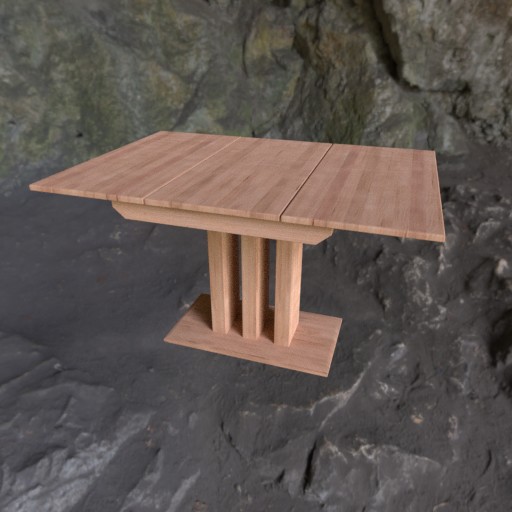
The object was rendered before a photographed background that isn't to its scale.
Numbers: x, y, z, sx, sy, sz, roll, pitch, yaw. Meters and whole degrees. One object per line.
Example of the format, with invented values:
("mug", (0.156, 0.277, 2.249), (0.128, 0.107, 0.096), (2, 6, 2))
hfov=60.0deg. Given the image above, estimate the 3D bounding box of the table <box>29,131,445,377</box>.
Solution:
("table", (0.000, 0.000, 1.854), (1.300, 0.770, 0.900), (9, 29, 16))
